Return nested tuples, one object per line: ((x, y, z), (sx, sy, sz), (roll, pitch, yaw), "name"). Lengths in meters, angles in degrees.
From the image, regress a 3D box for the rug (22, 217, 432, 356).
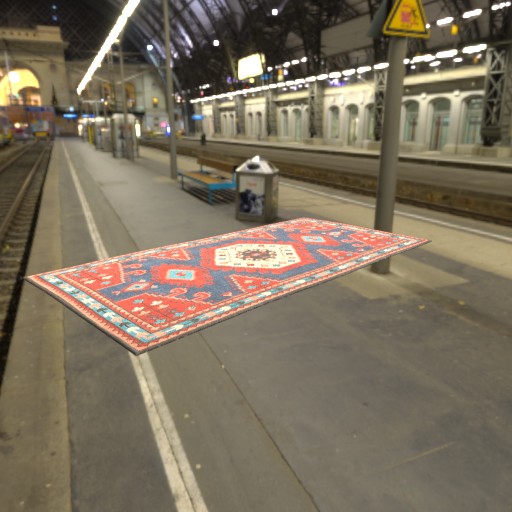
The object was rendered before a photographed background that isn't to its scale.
((0.000, 0.000, 3.559), (3.032, 0.034, 1.522), (-15, 22, -42), "rug")
